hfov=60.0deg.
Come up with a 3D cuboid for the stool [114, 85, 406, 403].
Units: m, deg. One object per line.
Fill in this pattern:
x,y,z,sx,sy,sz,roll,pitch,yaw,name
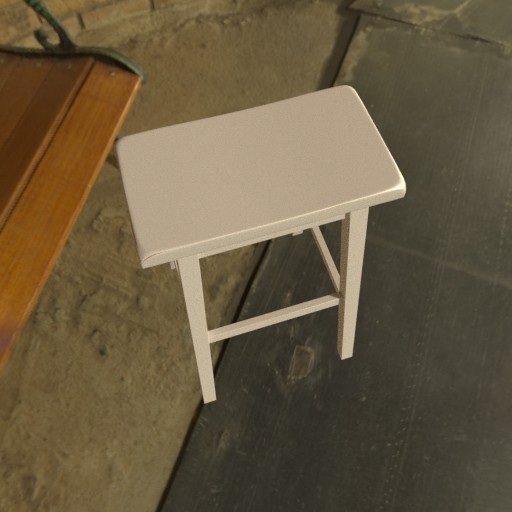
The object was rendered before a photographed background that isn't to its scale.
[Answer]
0.000,0.000,1.071,0.457,0.737,0.476,-16,65,-7,stool
